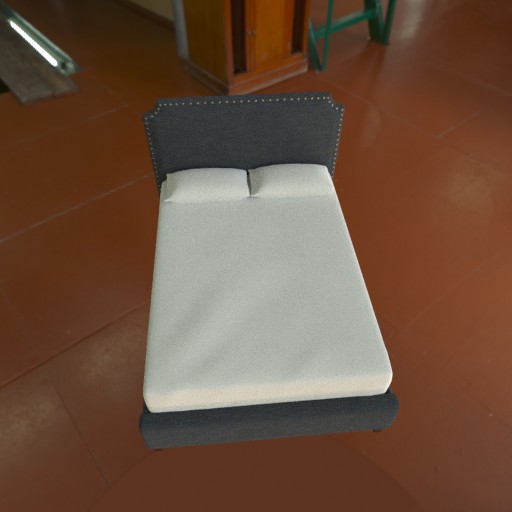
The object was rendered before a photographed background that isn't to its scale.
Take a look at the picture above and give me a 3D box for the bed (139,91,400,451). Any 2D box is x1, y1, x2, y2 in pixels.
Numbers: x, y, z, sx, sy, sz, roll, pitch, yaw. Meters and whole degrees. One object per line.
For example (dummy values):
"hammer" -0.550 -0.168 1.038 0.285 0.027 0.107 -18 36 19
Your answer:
"bed" 0.000 0.000 3.418 1.713 1.443 2.372 -4 48 -3
